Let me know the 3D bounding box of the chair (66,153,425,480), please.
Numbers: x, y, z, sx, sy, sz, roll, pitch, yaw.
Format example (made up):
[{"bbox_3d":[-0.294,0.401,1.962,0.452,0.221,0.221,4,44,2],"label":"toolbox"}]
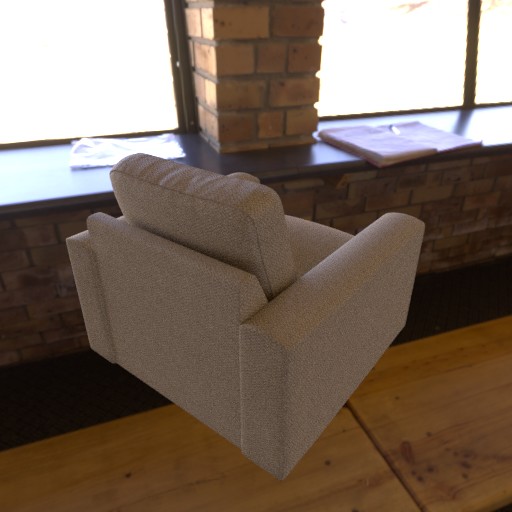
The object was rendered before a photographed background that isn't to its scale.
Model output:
[{"bbox_3d":[0.000,0.000,1.769,1.005,0.873,1.016,21,35,32],"label":"chair"}]
